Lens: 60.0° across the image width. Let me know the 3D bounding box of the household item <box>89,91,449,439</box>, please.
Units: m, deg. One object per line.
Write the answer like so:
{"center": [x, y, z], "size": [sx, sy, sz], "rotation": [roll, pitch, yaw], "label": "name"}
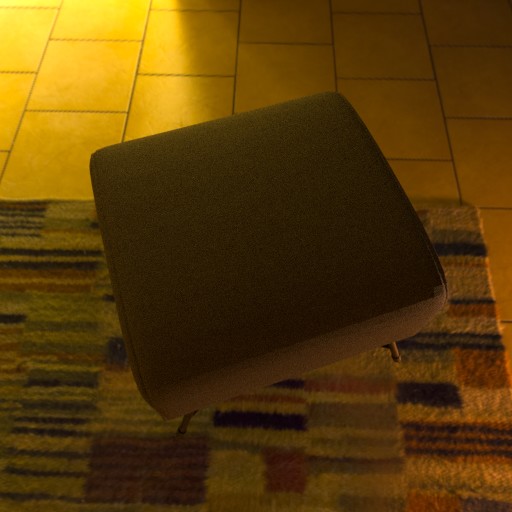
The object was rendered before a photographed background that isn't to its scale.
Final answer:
{"center": [0.000, 0.000, 0.905], "size": [0.530, 0.410, 0.530], "rotation": [-17, 65, -8], "label": "household item"}
